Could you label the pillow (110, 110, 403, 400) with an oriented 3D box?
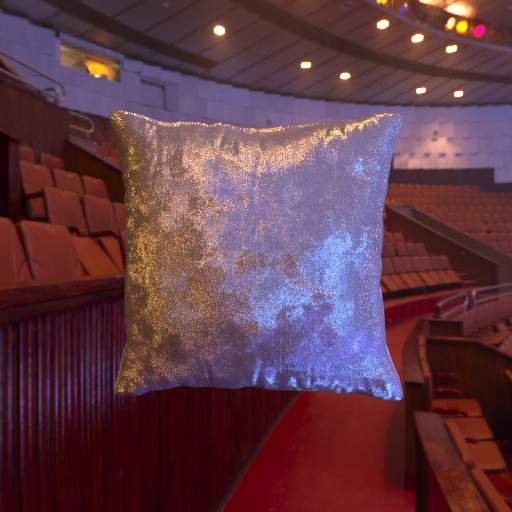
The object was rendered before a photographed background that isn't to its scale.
[{"bbox_3d":[0.000,0.000,0.715,0.470,0.464,0.175,0,0,1],"label":"pillow"}]
